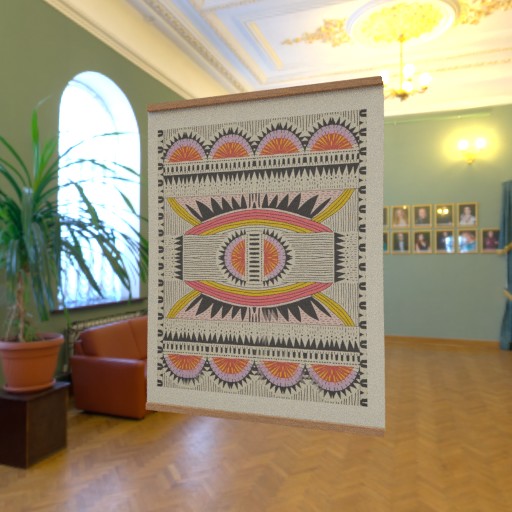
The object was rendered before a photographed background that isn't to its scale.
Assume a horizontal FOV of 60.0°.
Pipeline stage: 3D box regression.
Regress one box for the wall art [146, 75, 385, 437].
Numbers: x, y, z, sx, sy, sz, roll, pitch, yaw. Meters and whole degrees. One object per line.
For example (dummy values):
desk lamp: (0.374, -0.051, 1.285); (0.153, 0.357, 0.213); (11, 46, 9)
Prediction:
wall art: (0.000, 0.000, 1.374); (0.765, 1.016, 0.028); (0, -1, 18)
